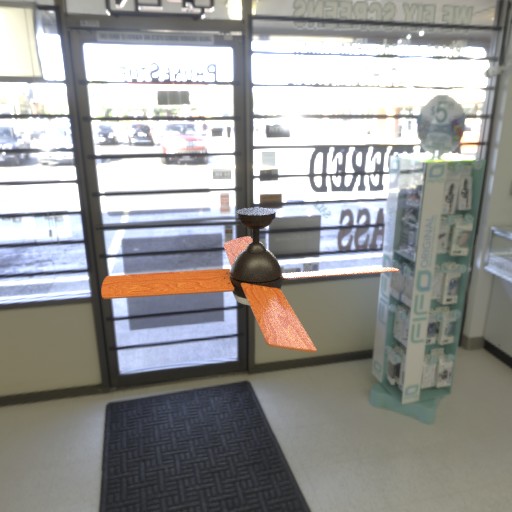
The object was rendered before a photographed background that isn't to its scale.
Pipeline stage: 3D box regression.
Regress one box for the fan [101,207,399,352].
[{"bbox_3d":[0.000,0.000,1.970,1.332,0.403,1.332,-3,17,-10],"label":"fan"}]
